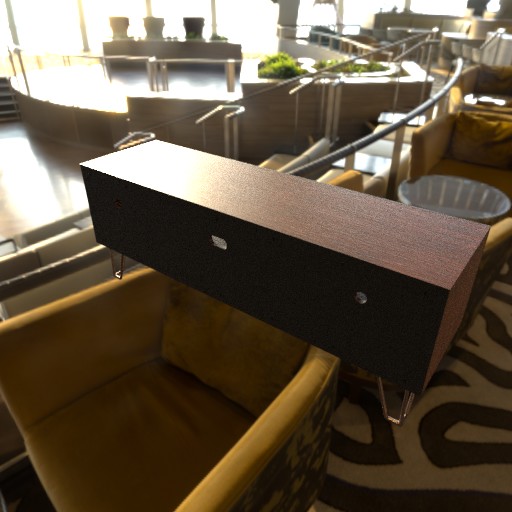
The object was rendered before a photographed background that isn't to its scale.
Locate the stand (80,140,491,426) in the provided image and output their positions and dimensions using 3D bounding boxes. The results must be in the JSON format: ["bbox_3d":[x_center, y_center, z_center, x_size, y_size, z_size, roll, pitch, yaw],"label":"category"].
[{"bbox_3d":[0.000,0.000,1.898,1.626,0.610,0.481,21,37,31],"label":"stand"}]
